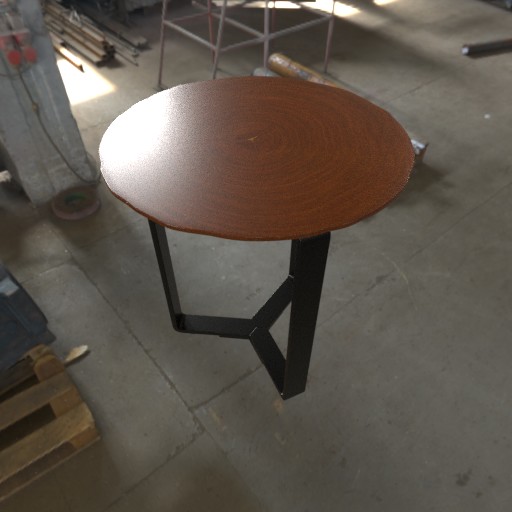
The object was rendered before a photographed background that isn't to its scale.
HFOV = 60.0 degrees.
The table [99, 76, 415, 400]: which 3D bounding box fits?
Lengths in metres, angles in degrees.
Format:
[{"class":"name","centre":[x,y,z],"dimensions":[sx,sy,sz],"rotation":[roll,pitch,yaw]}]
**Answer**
[{"class":"table","centre":[0.000,0.000,0.751],"dimensions":[0.410,0.450,0.380],"rotation":[4,46,4]}]
